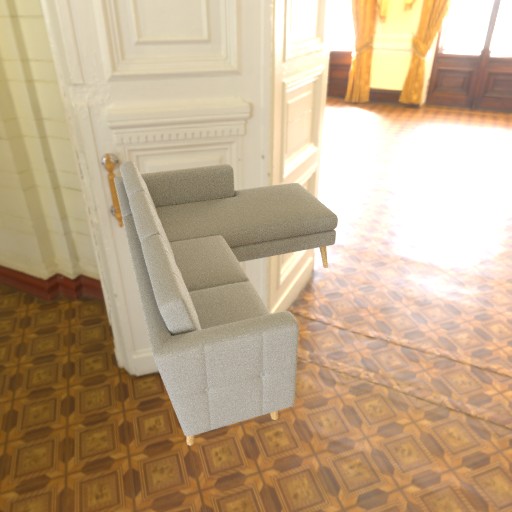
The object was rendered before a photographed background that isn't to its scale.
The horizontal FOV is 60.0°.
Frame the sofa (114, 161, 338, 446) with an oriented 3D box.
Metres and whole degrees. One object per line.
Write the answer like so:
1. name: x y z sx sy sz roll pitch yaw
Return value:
1. sofa: 0.000 0.000 2.830 1.530 0.860 2.040 -10 32 -17
